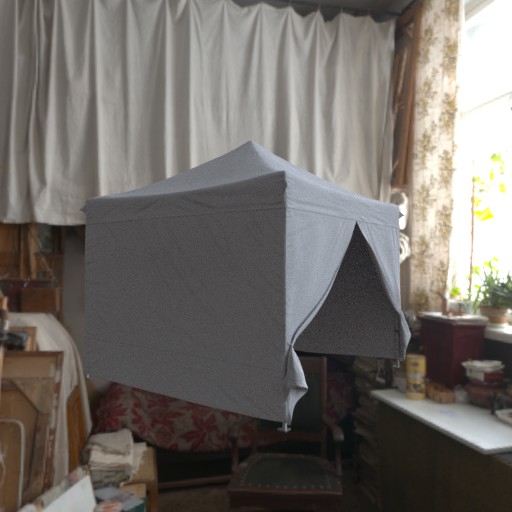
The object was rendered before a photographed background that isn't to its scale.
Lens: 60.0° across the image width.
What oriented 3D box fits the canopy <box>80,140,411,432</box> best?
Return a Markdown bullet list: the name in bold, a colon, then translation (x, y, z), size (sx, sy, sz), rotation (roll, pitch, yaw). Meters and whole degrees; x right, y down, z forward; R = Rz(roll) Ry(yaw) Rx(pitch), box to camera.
- **canopy**: translation (0.000, 0.000, 5.714), size (3.121, 2.997, 3.043), rotation (-1, -1, 36)
